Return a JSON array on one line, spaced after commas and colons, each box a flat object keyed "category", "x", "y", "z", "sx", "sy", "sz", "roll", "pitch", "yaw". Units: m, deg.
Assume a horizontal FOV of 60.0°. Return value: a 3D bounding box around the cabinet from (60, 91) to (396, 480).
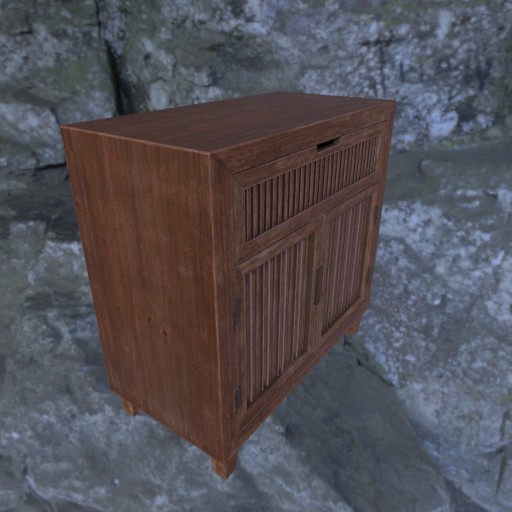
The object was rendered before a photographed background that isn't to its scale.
[{"category": "cabinet", "x": 0.000, "y": 0.000, "z": 1.247, "sx": 0.412, "sy": 0.785, "sz": 0.796, "roll": 18, "pitch": 31, "yaw": 32}]
